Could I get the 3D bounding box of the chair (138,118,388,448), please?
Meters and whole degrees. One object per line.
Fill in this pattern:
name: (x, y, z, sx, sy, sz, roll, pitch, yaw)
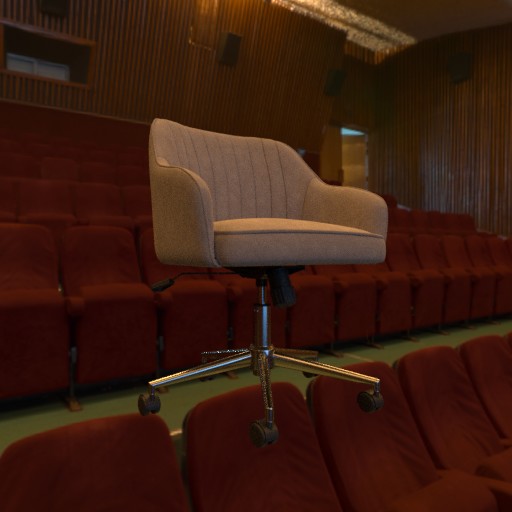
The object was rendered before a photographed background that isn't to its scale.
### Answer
chair: (0.000, 0.000, 1.275, 0.635, 0.831, 0.573, 0, 0, -36)
